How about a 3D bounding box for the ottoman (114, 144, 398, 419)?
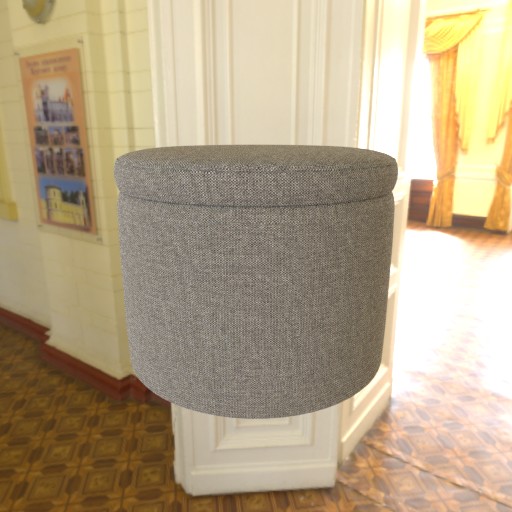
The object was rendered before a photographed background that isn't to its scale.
[{"bbox_3d":[0.000,0.000,0.891,0.520,0.430,0.520,0,16,0],"label":"ottoman"}]
